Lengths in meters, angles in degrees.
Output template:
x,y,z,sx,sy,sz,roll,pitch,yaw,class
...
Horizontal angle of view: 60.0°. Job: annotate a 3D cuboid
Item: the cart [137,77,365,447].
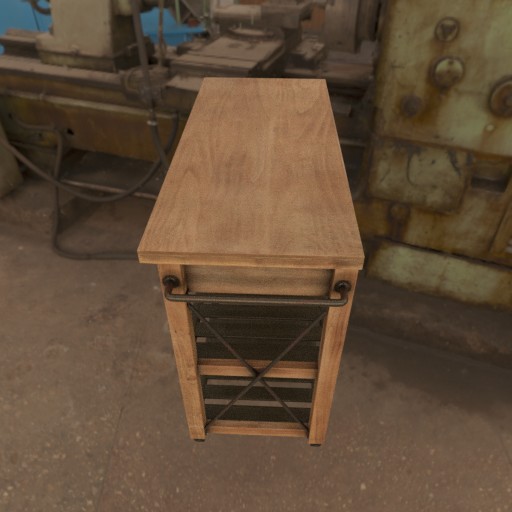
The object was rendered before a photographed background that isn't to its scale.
x,y,z,sx,sy,sz,roll,pitch,yaw,class
0.000,0.000,0.978,0.298,0.554,0.686,2,40,2,cart
